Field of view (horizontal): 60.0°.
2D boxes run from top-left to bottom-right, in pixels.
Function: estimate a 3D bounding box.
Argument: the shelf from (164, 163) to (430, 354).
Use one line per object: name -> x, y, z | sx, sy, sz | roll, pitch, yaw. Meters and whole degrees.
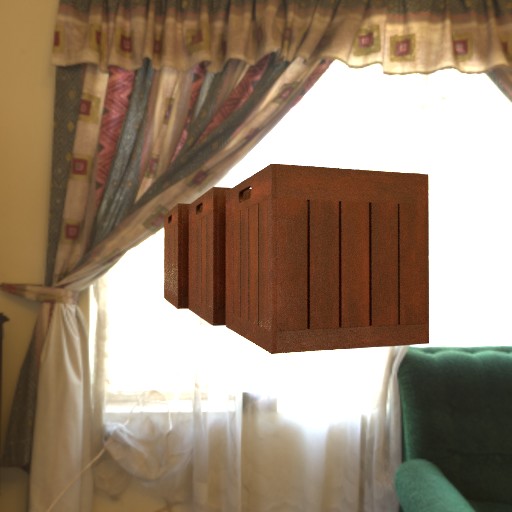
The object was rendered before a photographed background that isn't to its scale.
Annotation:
shelf -> 0.000, 0.000, 1.226 | 0.393, 0.311, 1.064 | 0, -1, -18
